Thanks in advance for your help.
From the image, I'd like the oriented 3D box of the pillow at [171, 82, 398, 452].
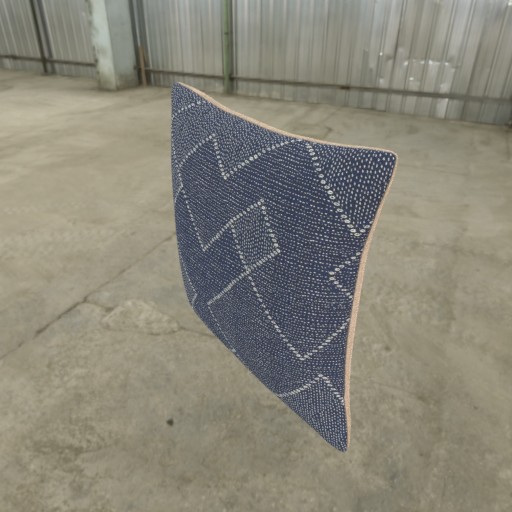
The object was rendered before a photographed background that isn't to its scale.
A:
[{"bbox_3d":[0.000,0.000,0.660,0.148,0.428,0.435,-21,37,-31],"label":"pillow"}]
